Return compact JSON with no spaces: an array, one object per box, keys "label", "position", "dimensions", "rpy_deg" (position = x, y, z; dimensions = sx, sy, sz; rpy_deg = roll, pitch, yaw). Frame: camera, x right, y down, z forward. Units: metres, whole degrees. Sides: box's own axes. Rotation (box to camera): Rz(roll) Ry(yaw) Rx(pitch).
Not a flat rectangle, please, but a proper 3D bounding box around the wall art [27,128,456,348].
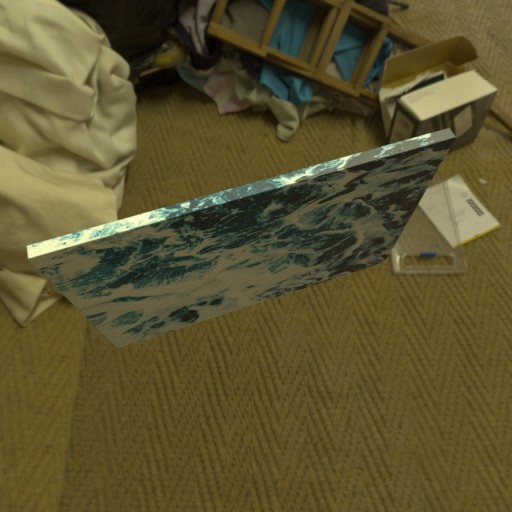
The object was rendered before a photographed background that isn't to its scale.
[{"label":"wall art","position":[0.000,0.000,1.955],"dimensions":[1.524,1.017,0.055],"rpy_deg":[-17,64,-9]}]
